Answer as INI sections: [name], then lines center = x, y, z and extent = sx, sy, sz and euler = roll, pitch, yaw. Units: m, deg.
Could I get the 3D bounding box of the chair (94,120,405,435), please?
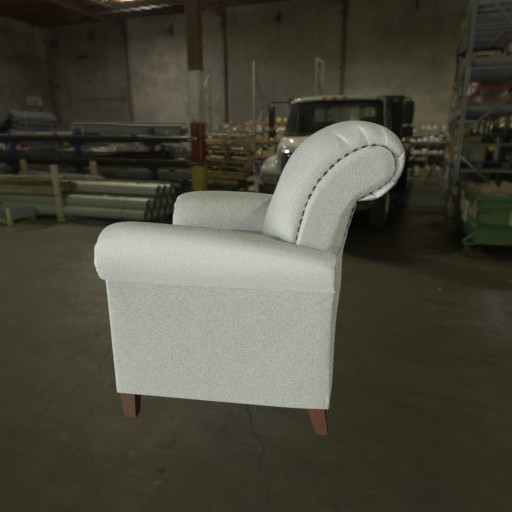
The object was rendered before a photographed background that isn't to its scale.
[chair]
center = 0.000, 0.000, 1.598
extent = 0.890, 0.927, 0.854
euler = 2, 16, 8
